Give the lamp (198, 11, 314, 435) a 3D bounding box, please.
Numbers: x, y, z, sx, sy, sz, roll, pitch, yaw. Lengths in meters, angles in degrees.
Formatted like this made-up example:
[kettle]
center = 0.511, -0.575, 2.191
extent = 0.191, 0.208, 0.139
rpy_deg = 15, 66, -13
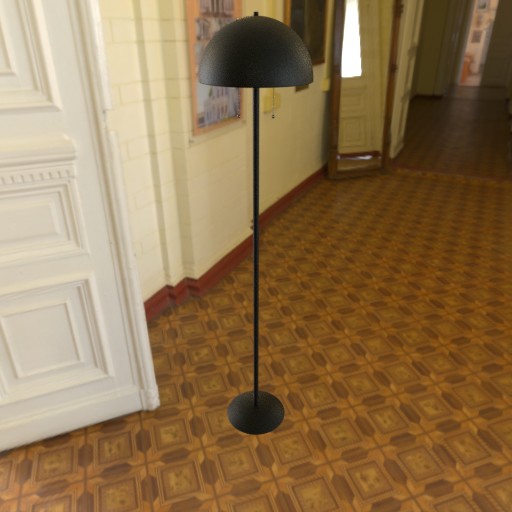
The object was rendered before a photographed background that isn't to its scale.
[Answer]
[lamp]
center = 0.000, 0.000, 1.533
extent = 0.328, 1.480, 0.328
rpy_deg = -9, 29, -17
